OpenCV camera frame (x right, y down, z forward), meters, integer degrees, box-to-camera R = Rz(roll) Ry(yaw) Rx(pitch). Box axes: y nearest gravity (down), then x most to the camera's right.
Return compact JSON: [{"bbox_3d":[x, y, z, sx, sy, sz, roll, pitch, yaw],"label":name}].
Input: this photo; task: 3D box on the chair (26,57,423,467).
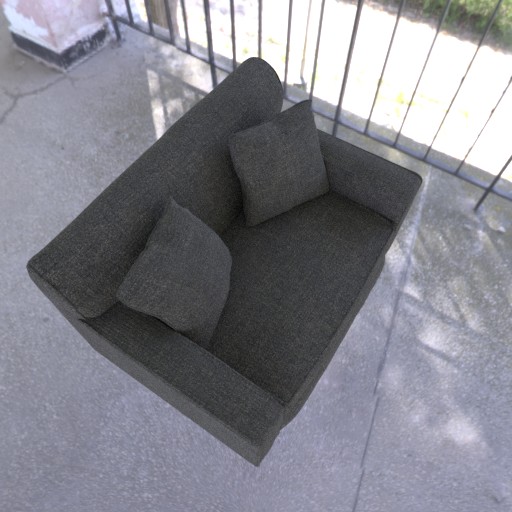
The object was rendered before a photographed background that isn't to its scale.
[{"bbox_3d":[0.000,0.000,1.983,1.000,0.948,1.383,29,63,17],"label":"chair"}]
